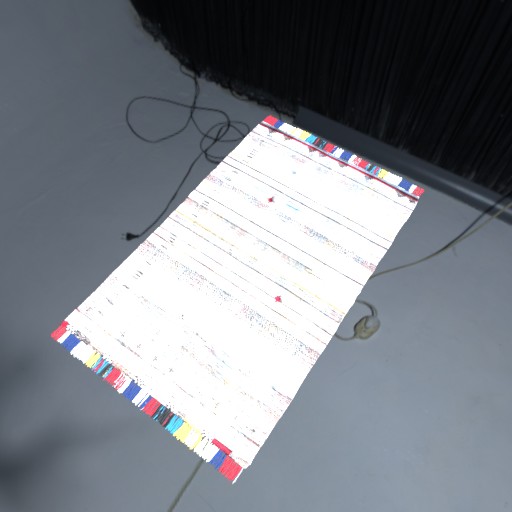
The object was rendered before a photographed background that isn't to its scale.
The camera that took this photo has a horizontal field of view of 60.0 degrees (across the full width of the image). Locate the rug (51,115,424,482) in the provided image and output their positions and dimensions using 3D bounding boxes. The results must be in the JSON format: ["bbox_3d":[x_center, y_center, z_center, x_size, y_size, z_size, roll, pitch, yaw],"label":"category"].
[{"bbox_3d":[0.000,0.000,3.080,1.465,0.012,2.465,31,64,17],"label":"rug"}]
